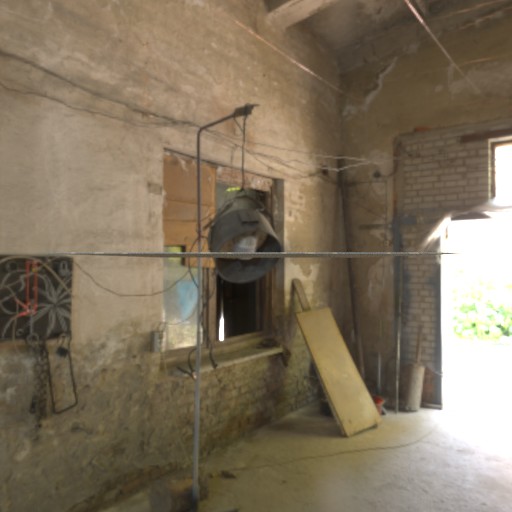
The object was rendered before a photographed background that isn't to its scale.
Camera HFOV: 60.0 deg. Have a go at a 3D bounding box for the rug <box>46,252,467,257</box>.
[{"bbox_3d":[0.000,0.000,3.847,2.283,0.006,2.892,0,-1,0],"label":"rug"}]
